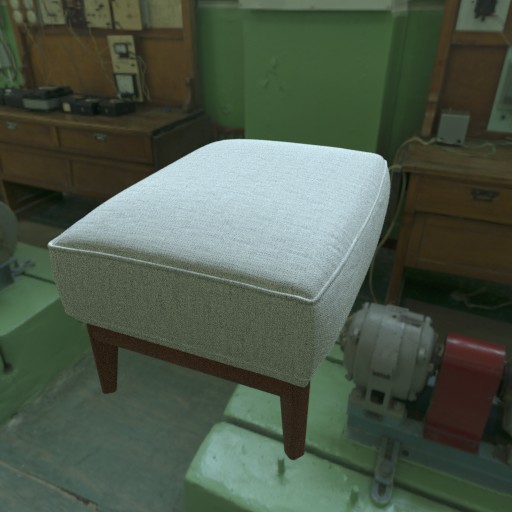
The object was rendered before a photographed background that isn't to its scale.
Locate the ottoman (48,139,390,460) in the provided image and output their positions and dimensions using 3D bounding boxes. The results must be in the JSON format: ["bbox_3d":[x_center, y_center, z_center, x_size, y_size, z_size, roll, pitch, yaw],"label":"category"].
[{"bbox_3d":[0.000,0.000,1.154,0.594,0.465,0.794,11,32,19],"label":"ottoman"}]
